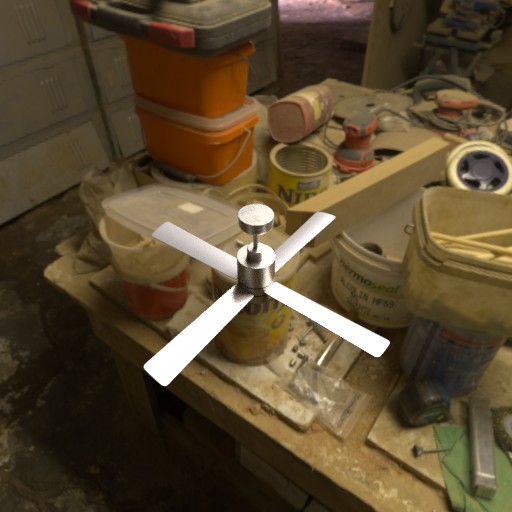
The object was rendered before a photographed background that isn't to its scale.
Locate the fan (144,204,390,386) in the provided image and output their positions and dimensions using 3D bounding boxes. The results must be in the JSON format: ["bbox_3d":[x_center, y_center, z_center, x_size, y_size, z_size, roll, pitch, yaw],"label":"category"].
[{"bbox_3d":[0.000,0.000,2.307,1.525,0.539,1.525,27,49,27],"label":"fan"}]
